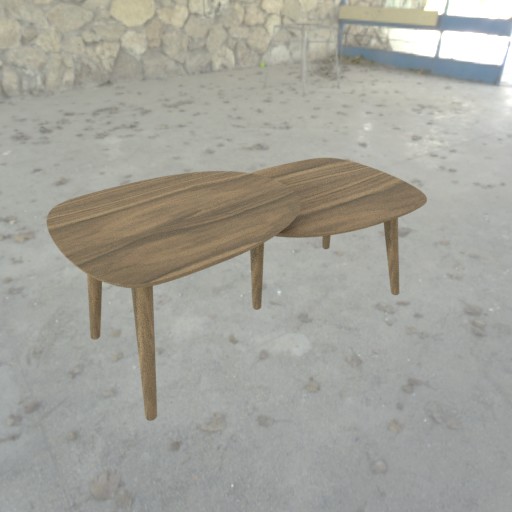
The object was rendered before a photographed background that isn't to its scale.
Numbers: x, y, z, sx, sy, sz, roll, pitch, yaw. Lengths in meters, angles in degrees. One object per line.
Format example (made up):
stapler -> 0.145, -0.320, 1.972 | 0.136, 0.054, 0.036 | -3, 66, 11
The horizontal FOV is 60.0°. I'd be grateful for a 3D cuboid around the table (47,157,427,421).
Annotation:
table -> 0.000, 0.000, 1.362 | 1.084, 0.429, 0.527 | -20, 36, -29
